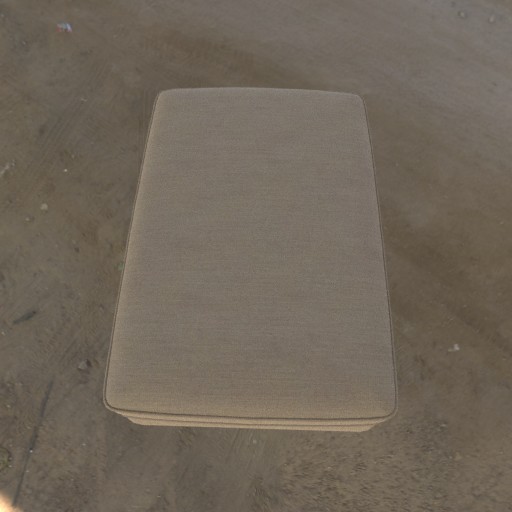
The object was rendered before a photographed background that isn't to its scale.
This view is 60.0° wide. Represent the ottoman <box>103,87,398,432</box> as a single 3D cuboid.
[{"bbox_3d":[0.000,0.000,1.283,0.636,0.480,0.941,2,63,1],"label":"ottoman"}]
